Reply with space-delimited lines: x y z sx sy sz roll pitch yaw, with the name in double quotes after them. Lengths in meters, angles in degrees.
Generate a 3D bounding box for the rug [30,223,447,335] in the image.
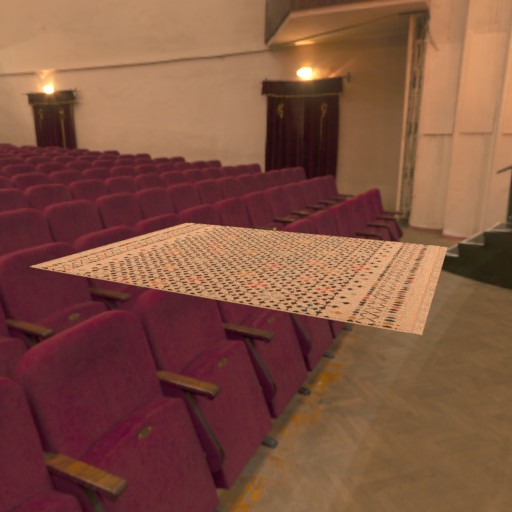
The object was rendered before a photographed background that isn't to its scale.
0.000 0.000 2.031 1.556 0.006 1.146 7 16 25 "rug"
